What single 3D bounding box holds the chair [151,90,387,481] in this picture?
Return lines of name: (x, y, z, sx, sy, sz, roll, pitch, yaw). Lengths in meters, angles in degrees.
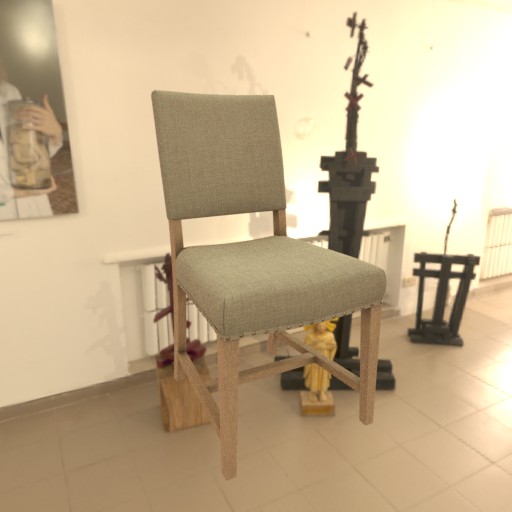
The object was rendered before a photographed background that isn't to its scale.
chair: (0.000, 0.000, 1.371, 0.508, 0.986, 0.622, -8, 18, -27)
